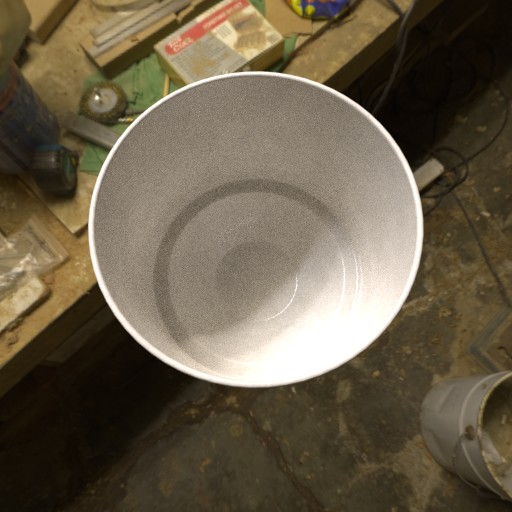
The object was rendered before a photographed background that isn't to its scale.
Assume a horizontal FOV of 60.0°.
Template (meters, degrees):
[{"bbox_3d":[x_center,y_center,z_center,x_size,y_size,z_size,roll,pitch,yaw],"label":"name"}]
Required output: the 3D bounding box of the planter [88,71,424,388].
[{"bbox_3d":[0.000,0.000,0.338,0.190,0.181,0.190,0,75,0],"label":"planter"}]
